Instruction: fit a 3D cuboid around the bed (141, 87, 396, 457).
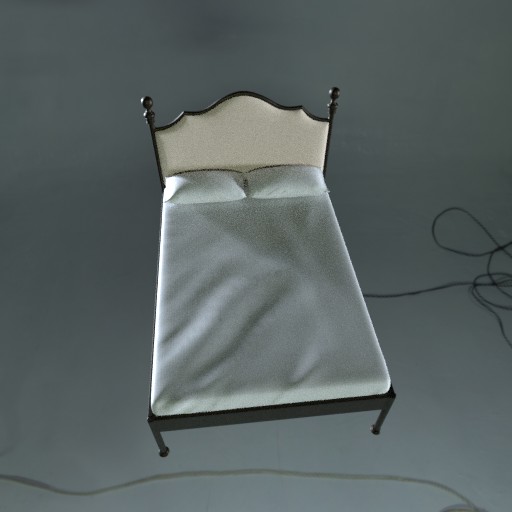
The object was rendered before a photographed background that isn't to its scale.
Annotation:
[{"bbox_3d":[0.000,0.000,3.197,1.533,1.462,2.170,-4,47,-4],"label":"bed"}]
